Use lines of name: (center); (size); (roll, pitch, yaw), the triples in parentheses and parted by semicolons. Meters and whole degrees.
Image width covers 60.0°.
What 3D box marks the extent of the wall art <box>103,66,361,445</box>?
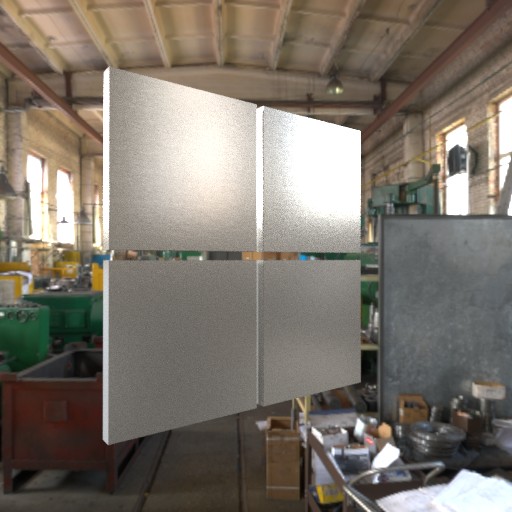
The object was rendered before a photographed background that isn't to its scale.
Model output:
wall art: (0.000, 0.000, 0.908); (0.611, 0.611, 0.029); (0, 0, -36)
